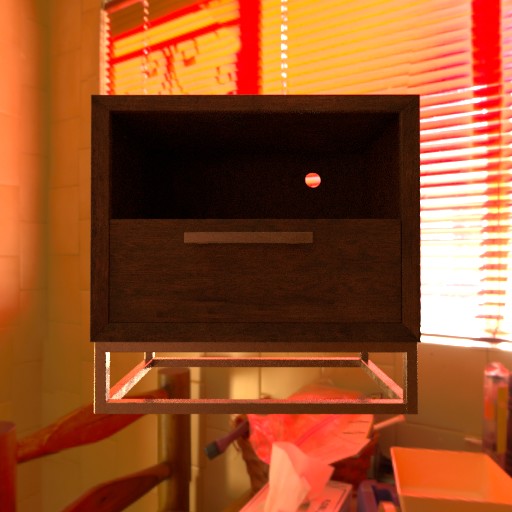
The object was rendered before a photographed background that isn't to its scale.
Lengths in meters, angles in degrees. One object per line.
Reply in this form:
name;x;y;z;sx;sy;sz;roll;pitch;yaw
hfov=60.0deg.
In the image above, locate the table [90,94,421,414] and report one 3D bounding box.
table;0.000;0.000;1.267;0.767;0.746;0.542;0;-1;0
